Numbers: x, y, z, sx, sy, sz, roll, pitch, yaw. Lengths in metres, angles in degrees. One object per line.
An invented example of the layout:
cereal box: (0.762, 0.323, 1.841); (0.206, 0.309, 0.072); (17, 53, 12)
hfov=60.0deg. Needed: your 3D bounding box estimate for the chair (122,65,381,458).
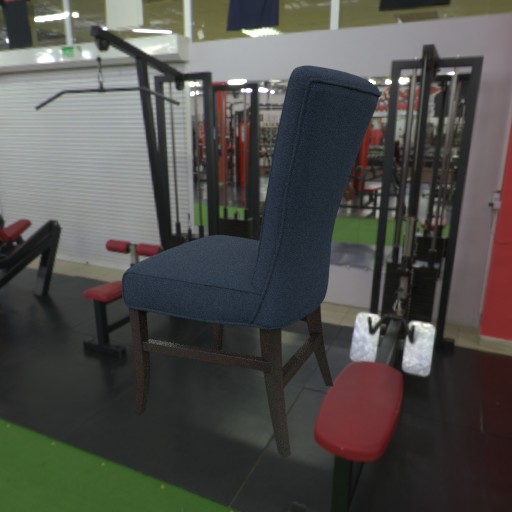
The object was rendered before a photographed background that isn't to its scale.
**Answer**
chair: (0.000, 0.000, 1.340); (0.660, 0.991, 0.520); (8, 18, 26)
